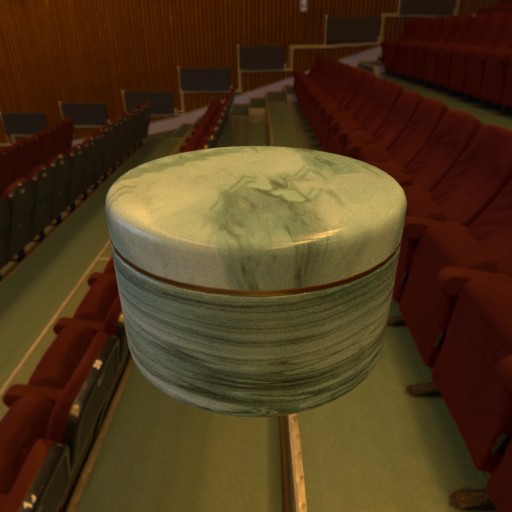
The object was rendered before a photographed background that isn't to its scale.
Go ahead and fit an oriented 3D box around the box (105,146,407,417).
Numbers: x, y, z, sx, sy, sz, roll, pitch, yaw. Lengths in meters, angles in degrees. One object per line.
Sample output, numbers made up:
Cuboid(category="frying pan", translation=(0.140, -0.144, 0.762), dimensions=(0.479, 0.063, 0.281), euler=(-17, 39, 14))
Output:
Cuboid(category="box", translation=(0.000, 0.000, 0.167), dimensions=(0.101, 0.063, 0.101), euler=(0, 28, 0))
